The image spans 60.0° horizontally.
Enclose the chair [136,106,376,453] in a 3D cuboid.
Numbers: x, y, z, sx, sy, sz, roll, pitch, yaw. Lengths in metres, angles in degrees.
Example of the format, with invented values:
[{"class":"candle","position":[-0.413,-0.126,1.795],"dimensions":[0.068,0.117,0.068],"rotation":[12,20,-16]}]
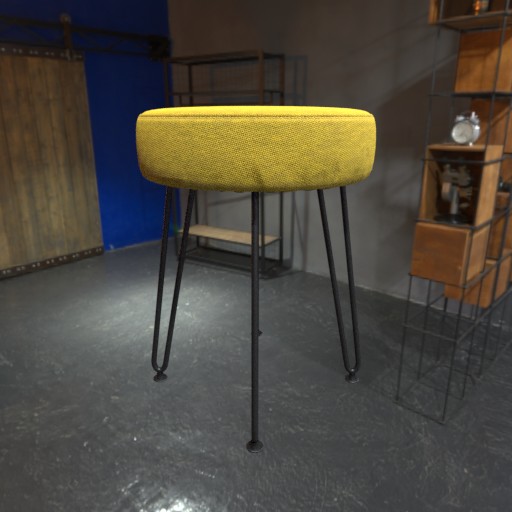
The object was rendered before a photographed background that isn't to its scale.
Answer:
[{"class":"chair","position":[0.000,0.000,0.713],"dimensions":[0.345,0.455,0.345],"rotation":[-17,24,-42]}]
